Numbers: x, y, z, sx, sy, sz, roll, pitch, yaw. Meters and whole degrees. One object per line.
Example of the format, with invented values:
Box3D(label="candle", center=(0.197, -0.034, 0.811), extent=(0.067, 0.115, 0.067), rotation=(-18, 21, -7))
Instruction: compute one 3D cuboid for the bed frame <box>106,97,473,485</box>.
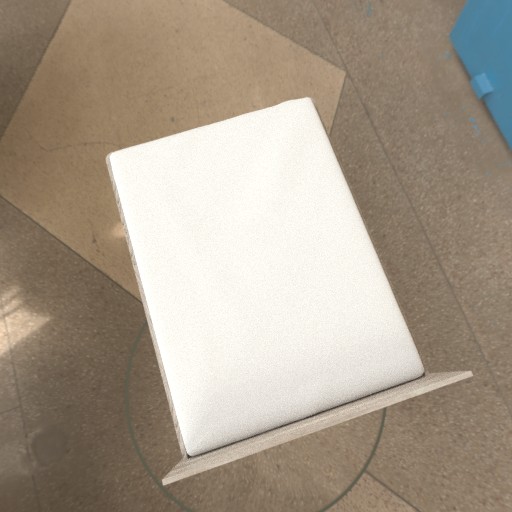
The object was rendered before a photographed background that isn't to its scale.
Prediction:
Box3D(label="bed frame", center=(0.000, 0.000, 2.640), extent=(1.490, 0.800, 1.950), rotation=(-17, 75, -5))
